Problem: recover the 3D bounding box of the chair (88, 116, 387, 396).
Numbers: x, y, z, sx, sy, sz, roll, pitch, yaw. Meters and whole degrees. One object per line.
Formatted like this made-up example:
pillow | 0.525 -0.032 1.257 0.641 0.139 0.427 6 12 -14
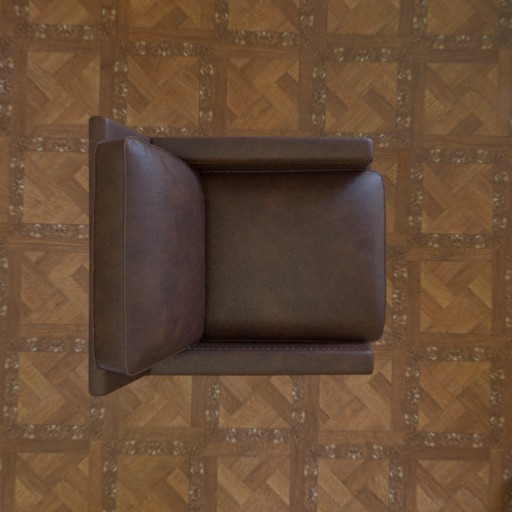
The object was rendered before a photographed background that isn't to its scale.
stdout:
chair | 0.000 0.000 1.668 1.014 0.929 0.853 0 90 0
